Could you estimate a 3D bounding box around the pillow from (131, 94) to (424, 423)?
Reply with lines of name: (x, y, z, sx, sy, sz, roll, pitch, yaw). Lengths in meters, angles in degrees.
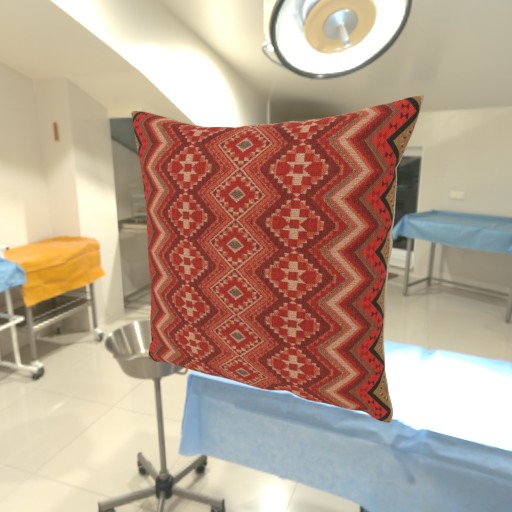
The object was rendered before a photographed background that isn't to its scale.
pillow: (0.000, 0.000, 0.778, 0.513, 0.511, 0.158, 7, 16, 26)
